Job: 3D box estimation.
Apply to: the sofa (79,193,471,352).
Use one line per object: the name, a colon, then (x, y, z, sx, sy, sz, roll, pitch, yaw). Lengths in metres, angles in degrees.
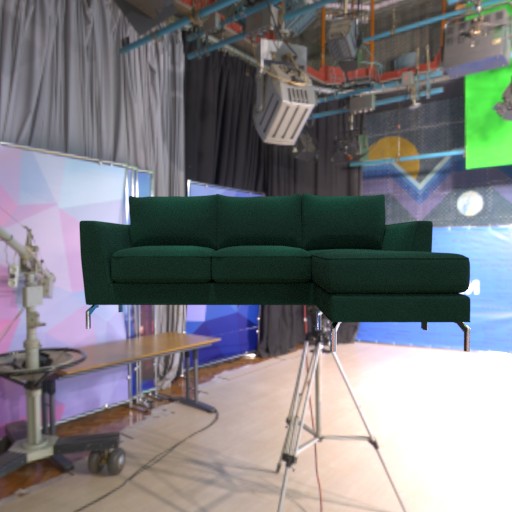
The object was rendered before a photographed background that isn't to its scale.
sofa: (0.000, 0.000, 3.143, 2.441, 1.007, 1.489, 0, 2, 0)
